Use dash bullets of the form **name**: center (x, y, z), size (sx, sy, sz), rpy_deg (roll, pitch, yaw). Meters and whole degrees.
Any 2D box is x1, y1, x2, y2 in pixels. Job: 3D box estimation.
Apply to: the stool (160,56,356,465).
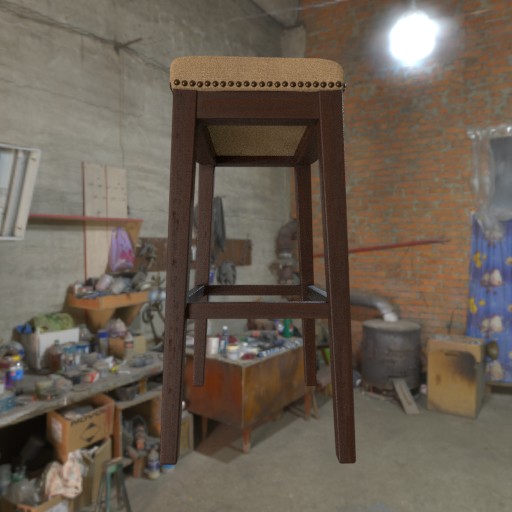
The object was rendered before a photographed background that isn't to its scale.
- **stool**: center (0.000, 0.000, 1.068), size (0.363, 0.768, 0.509), rpy_deg (0, 0, -1)
